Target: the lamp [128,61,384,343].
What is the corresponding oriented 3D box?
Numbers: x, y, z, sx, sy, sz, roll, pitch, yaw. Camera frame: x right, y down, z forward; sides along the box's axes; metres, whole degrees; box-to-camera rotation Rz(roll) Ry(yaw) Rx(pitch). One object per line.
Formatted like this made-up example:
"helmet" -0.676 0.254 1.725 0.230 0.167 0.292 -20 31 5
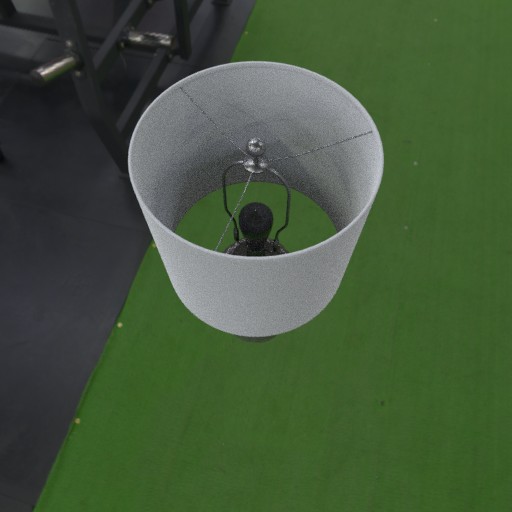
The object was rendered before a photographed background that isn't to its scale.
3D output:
"lamp" 0.000 0.000 0.520 0.203 0.389 0.203 16 63 8
